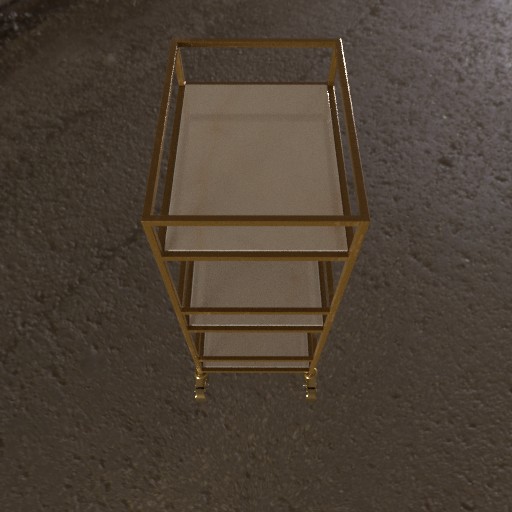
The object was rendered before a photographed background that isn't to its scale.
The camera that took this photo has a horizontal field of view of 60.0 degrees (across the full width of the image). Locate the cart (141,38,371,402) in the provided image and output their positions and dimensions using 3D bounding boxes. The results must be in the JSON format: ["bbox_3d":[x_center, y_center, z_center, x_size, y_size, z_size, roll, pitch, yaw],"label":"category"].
[{"bbox_3d":[0.000,0.000,1.004,0.332,0.761,0.483,0,59,0],"label":"cart"}]
